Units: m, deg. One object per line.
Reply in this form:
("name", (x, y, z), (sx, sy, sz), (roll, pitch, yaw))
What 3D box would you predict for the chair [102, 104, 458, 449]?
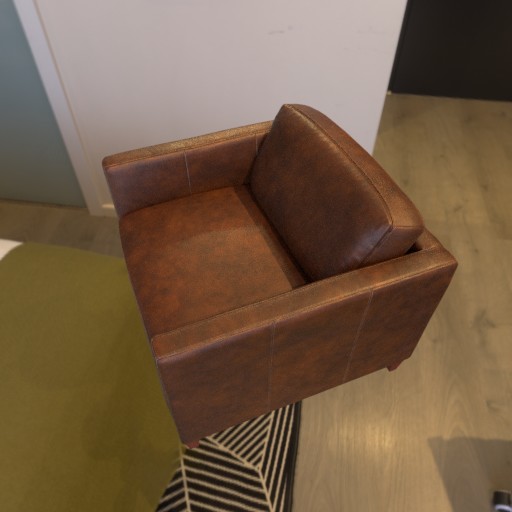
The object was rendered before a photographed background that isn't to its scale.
("chair", (0.000, 0.000, 1.750), (0.975, 0.864, 0.990), (-16, 49, -15))
